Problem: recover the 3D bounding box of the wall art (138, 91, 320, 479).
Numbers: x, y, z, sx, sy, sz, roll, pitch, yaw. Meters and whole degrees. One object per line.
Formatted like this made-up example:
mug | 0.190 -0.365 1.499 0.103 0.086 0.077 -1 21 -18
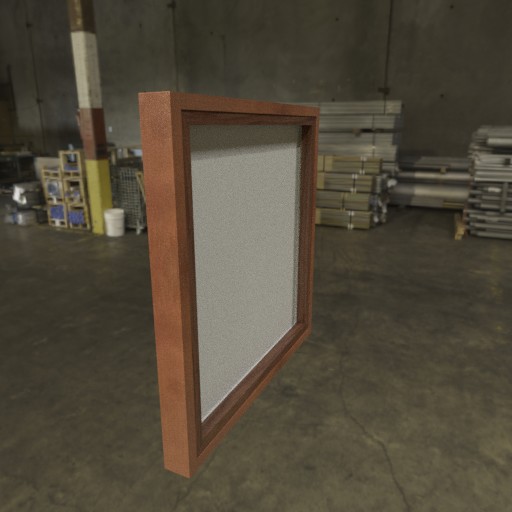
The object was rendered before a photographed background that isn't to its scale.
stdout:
wall art | 0.000 0.000 0.614 0.035 0.403 0.403 8 18 25
